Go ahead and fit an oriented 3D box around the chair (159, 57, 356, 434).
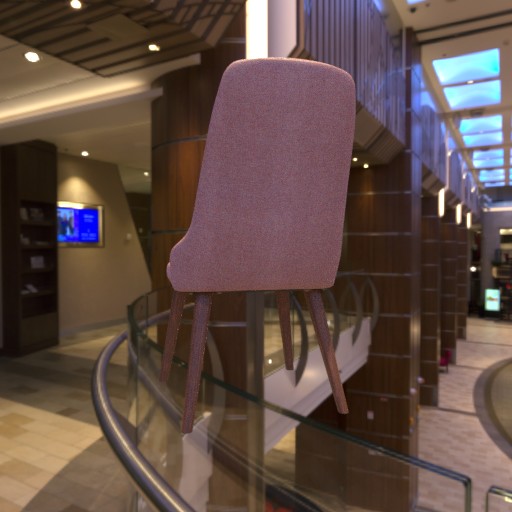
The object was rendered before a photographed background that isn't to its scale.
[{"bbox_3d":[0.000,0.000,1.354,0.535,0.918,0.707,0,1,-17],"label":"chair"}]
